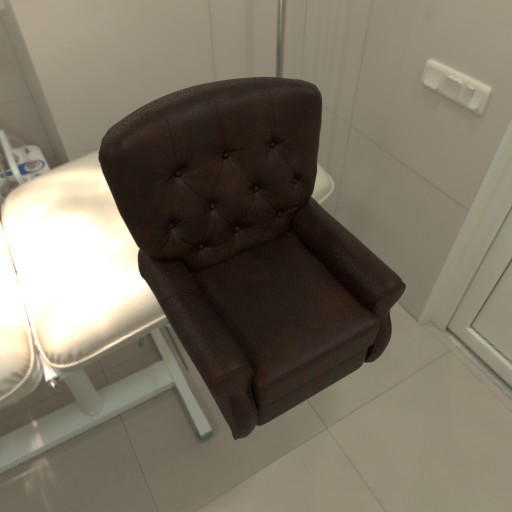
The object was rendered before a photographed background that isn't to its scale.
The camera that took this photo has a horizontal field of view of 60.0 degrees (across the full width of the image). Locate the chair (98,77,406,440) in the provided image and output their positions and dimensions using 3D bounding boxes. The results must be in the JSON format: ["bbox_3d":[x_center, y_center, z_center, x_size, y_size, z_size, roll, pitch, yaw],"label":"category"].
[{"bbox_3d":[0.000,0.000,1.901,0.948,1.158,1.058,-23,51,-20],"label":"chair"}]
